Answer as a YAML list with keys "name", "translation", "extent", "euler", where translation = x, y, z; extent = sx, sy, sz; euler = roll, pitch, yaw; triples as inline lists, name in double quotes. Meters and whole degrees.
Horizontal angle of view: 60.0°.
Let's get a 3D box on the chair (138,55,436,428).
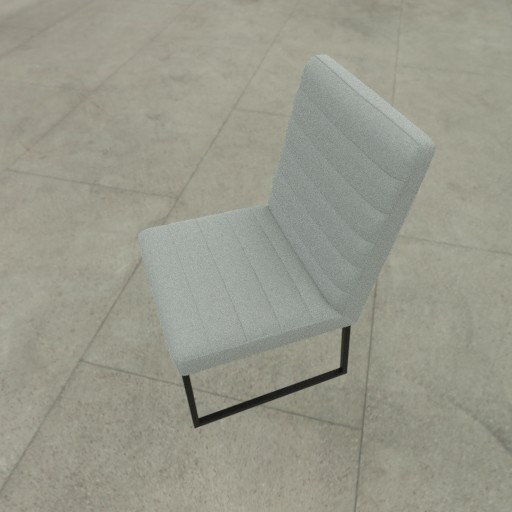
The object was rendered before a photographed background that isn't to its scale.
- name: "chair"
  translation: [0.000, 0.000, 1.317]
  extent: [0.634, 0.930, 0.520]
  euler: [-15, 48, -14]
